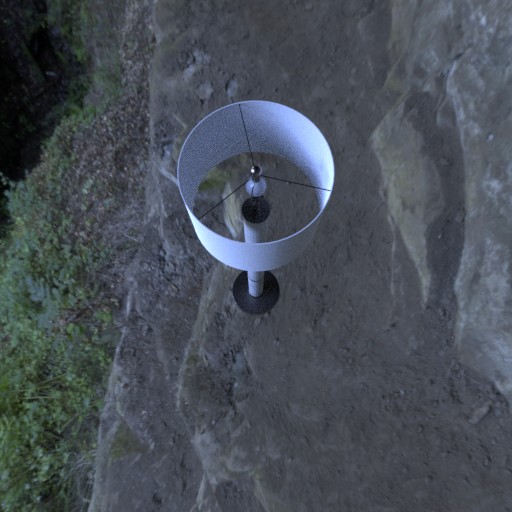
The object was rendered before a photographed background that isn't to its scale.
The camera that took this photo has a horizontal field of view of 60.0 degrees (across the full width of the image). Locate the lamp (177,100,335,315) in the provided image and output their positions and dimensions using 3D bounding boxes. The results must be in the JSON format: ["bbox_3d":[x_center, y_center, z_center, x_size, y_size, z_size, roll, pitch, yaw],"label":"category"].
[{"bbox_3d":[0.000,0.000,1.821,0.377,1.599,0.377,16,76,4],"label":"lamp"}]
